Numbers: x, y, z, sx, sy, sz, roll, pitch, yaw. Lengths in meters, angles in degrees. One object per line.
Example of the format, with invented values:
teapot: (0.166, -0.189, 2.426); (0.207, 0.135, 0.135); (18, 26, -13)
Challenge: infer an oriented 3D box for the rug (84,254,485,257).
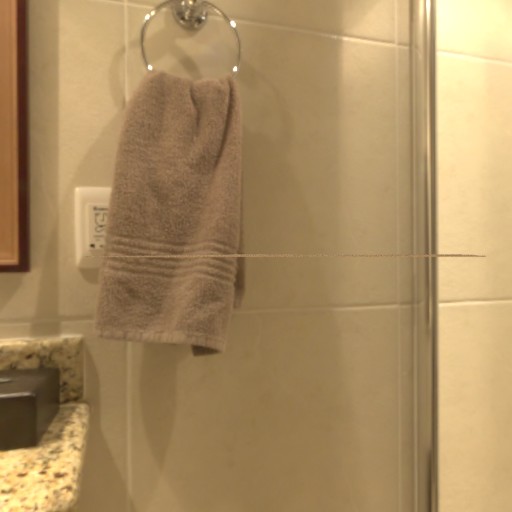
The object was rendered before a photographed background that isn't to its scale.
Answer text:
rug: (0.000, 0.000, 2.596); (2.346, 0.013, 0.712); (0, 0, 35)
